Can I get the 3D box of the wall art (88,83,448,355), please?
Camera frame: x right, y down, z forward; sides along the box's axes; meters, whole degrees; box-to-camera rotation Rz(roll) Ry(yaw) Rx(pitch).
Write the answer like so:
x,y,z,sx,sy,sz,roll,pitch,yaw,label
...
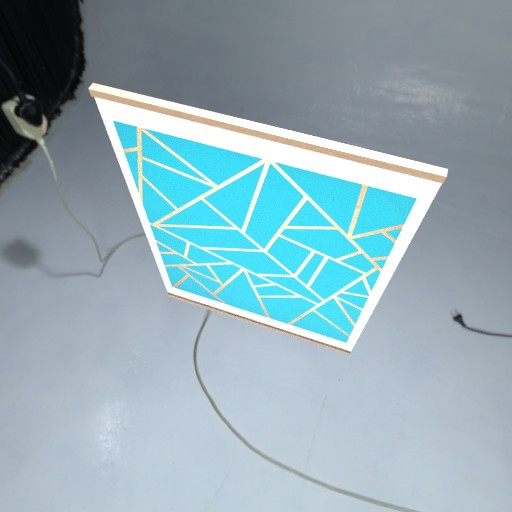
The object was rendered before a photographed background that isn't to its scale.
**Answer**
x,y,z,sx,sy,sz,roll,pitch,yaw,label
0.000,0.000,0.801,0.459,0.608,0.012,17,60,10,wall art
